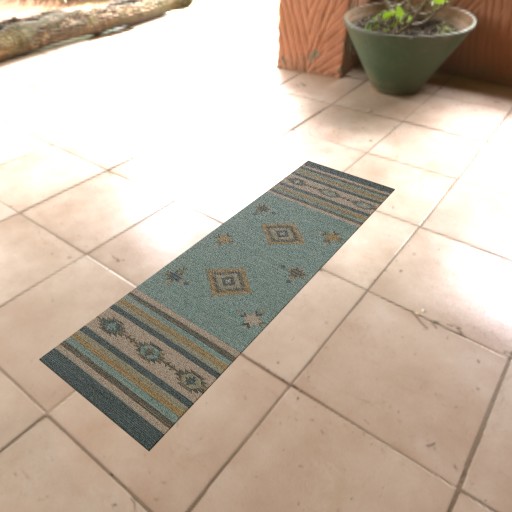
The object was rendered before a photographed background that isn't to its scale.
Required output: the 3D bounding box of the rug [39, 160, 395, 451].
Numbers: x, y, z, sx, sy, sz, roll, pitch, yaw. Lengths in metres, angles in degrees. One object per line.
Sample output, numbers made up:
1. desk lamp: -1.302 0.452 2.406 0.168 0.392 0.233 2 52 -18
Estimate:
1. rug: 0.000 0.000 2.676 0.744 0.010 2.441 25 46 27
